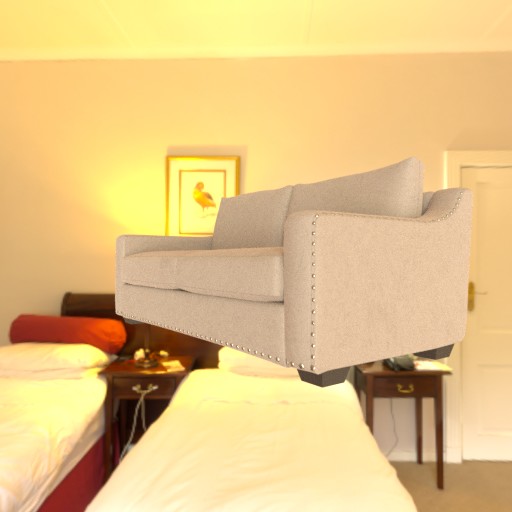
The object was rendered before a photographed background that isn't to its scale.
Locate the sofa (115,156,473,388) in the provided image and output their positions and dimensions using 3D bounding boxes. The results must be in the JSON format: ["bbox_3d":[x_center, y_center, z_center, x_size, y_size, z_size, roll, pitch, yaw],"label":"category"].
[{"bbox_3d":[0.000,0.000,2.510,1.030,0.901,1.967,0,-1,-36],"label":"sofa"}]
